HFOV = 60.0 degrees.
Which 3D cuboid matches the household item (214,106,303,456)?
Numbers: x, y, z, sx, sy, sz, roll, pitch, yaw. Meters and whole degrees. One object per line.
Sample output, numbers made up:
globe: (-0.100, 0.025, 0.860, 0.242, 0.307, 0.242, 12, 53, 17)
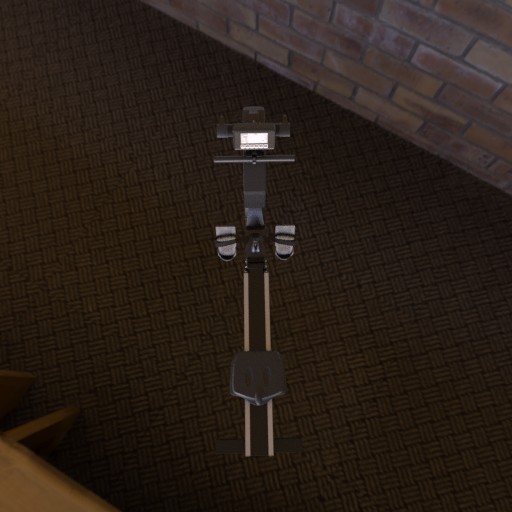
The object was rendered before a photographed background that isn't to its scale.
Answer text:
household item: (0.000, 0.000, 2.570, 0.521, 0.810, 2.251, -1, 76, 0)
